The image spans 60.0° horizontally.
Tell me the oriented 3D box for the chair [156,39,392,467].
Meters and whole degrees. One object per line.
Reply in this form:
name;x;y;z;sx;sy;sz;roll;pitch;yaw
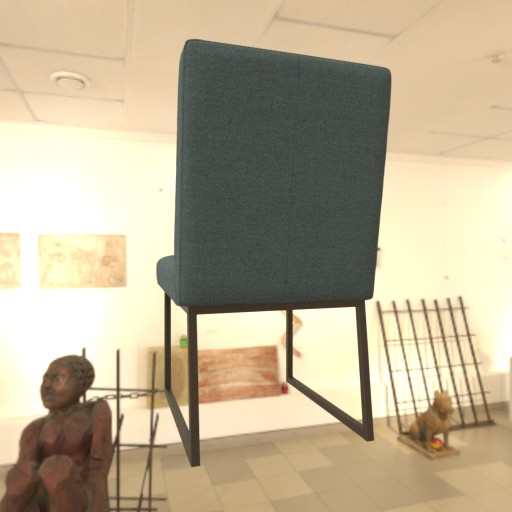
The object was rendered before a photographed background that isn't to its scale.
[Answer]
chair;0.000;0.000;1.288;0.520;0.930;0.634;0;0;-18
